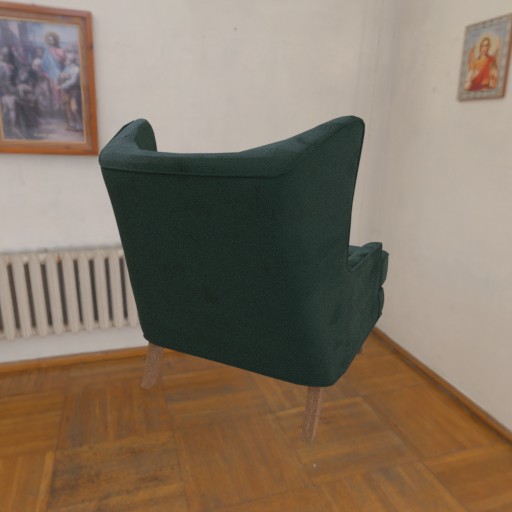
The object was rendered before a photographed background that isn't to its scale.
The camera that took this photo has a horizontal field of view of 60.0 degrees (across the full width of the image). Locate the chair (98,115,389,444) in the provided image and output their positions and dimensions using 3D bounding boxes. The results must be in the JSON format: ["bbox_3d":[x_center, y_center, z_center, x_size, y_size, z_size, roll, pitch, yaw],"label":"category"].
[{"bbox_3d":[0.000,0.000,1.601,0.793,0.952,0.910,8,18,27],"label":"chair"}]
